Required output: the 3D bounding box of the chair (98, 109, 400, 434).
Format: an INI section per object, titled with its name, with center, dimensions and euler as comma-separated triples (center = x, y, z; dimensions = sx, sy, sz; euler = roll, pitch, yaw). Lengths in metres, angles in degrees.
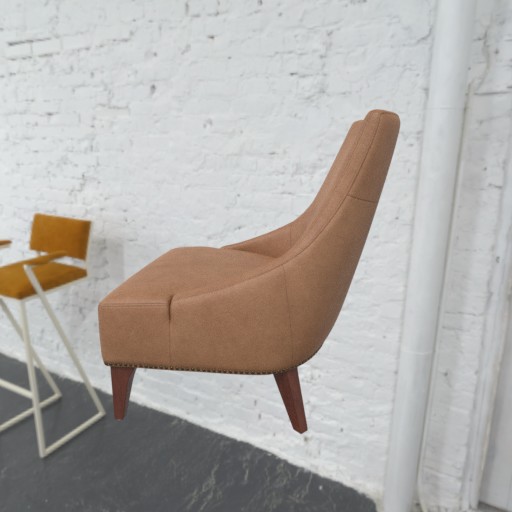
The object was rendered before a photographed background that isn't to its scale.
[chair]
center = 0.000, 0.000, 1.508
dimensions = 0.861, 0.909, 0.701
euler = 2, 14, 8
